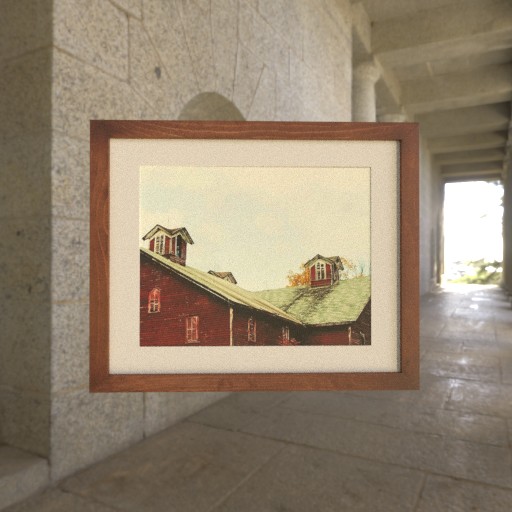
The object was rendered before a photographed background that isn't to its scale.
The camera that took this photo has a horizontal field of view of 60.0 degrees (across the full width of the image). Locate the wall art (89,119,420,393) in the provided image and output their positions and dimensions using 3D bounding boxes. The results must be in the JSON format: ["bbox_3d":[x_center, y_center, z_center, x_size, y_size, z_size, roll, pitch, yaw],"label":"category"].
[{"bbox_3d":[0.000,0.000,0.766,0.558,0.457,0.033,0,0,-2],"label":"wall art"}]
